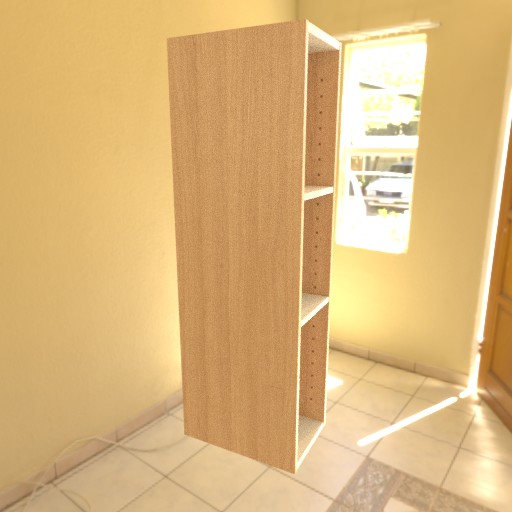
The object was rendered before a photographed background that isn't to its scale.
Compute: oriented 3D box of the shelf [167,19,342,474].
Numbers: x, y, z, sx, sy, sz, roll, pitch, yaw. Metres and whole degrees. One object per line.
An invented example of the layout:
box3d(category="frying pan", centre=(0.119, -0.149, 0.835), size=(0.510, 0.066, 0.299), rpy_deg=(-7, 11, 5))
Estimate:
box3d(category="shelf", centre=(0.000, 0.000, 0.986), size=(0.290, 0.882, 0.197), rpy_deg=(7, 16, 27))
